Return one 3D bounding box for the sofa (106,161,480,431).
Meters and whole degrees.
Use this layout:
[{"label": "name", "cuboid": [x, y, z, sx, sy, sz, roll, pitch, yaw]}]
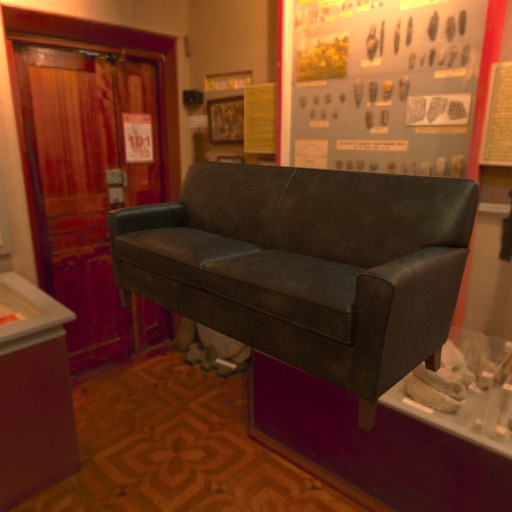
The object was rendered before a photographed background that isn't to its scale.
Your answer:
[{"label": "sofa", "cuboid": [0.000, 0.000, 2.512, 2.053, 0.947, 0.805, 15, 21, 42]}]
